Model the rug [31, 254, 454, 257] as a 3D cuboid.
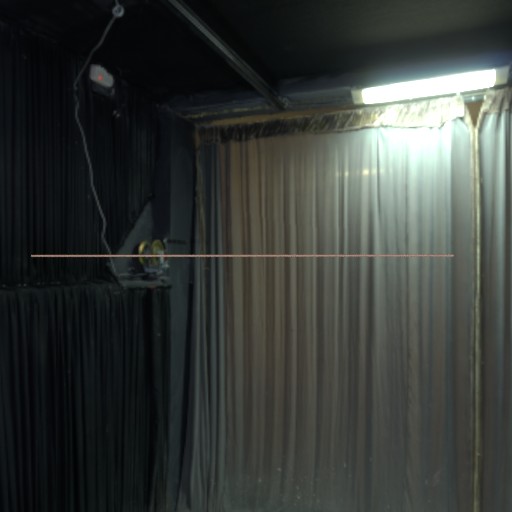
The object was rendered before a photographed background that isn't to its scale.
[{"bbox_3d":[0.000,0.000,2.379,1.829,0.008,1.219,0,0,18],"label":"rug"}]
